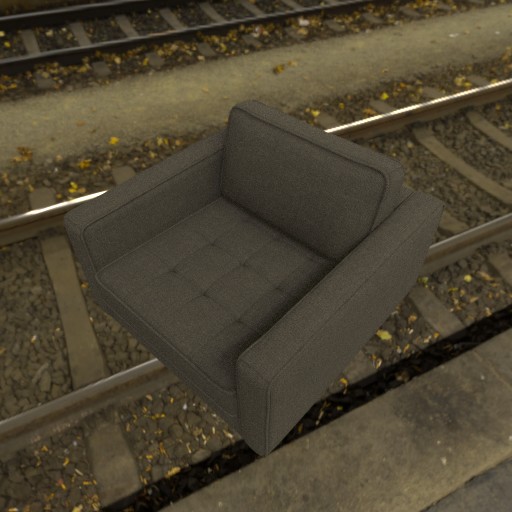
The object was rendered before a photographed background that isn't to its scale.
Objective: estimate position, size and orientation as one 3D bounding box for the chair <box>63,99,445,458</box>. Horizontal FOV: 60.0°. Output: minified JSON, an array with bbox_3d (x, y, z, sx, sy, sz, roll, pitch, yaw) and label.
[{"bbox_3d":[0.000,0.000,1.570,0.899,0.770,0.919,33,54,28],"label":"chair"}]
